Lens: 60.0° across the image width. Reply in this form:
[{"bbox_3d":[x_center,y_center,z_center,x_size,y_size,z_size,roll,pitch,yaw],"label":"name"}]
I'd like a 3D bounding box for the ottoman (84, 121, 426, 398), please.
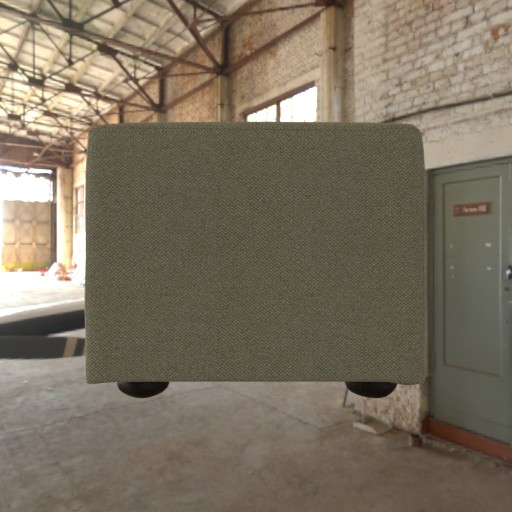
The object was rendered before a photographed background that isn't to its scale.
[{"bbox_3d":[0.000,0.000,0.906,0.521,0.453,0.512,0,0,0],"label":"ottoman"}]
